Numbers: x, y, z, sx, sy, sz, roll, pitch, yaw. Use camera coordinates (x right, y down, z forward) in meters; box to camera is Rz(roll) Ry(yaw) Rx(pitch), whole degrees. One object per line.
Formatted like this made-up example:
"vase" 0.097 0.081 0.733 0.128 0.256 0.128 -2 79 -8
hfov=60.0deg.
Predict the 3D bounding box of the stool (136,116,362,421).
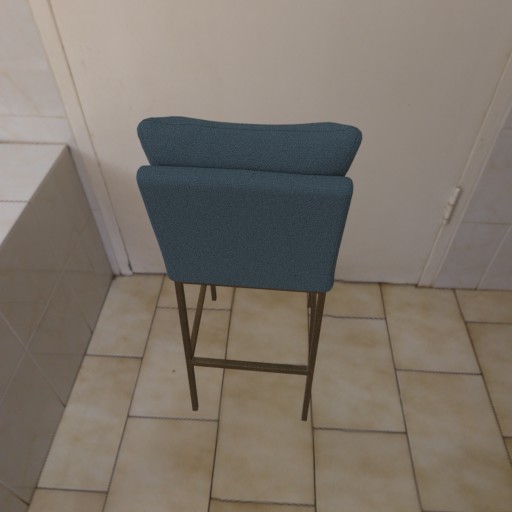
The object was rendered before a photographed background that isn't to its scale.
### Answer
"stool" 0.000 0.000 1.393 0.463 1.124 0.568 4 46 4
